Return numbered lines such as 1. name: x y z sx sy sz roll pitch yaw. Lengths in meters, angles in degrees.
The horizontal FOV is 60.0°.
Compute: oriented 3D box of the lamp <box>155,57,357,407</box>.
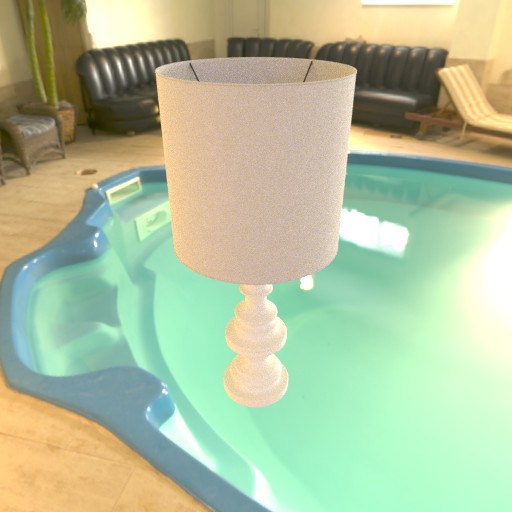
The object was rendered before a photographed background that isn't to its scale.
1. lamp: 0.000 0.000 0.579 0.208 0.455 0.208 11 32 18
